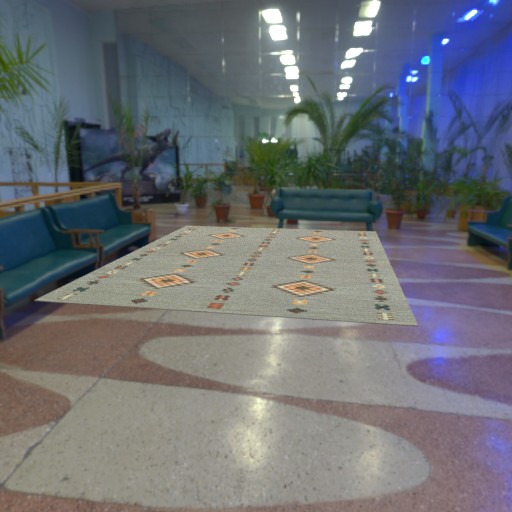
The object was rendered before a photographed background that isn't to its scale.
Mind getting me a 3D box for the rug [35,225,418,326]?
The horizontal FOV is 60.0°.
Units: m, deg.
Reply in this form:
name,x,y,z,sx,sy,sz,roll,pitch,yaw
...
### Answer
name,x,y,z,sx,sy,sz,roll,pitch,yaw
rug,0.000,0.000,4.169,2.425,0.008,3.035,2,14,10
